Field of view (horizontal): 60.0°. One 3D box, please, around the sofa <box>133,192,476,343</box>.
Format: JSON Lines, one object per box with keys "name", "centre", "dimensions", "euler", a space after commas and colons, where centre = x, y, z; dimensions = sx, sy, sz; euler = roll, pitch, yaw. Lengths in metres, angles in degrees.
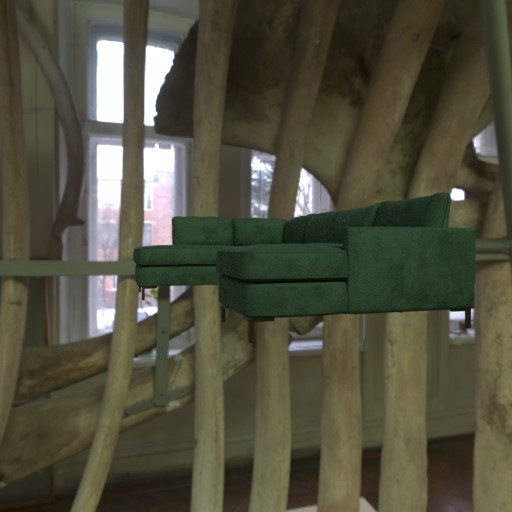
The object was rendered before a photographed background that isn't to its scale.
{"name": "sofa", "centre": [0.000, 0.000, 3.849], "dimensions": [1.992, 0.861, 2.994], "euler": [0, 1, -17]}
